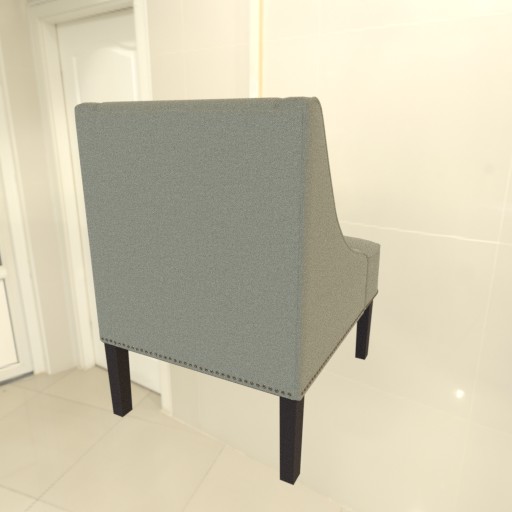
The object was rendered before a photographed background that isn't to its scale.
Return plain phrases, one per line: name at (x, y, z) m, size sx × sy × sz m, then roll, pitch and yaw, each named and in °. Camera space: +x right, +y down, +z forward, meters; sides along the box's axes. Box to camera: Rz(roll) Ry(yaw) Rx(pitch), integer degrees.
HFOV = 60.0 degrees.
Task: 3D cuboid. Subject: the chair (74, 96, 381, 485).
chair at (0.000, 0.000, 1.337) m, size 0.610 × 0.864 × 0.737 m, roll 9°, pitch 19°, yaw 27°
